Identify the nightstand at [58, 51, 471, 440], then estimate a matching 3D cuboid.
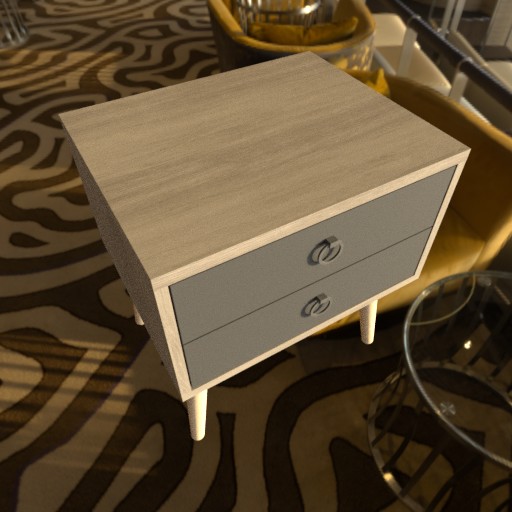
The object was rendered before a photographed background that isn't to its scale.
[{"bbox_3d":[0.000,0.000,0.798,0.450,0.500,0.380,-23,51,-20],"label":"nightstand"}]
